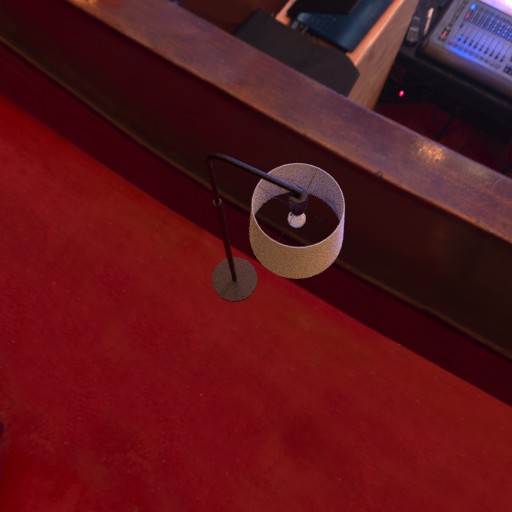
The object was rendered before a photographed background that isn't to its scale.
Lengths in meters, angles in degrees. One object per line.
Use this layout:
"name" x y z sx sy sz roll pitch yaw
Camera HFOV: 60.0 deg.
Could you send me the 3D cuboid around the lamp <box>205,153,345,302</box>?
"lamp" 0.000 0.000 1.688 0.508 1.478 0.254 27 77 7
